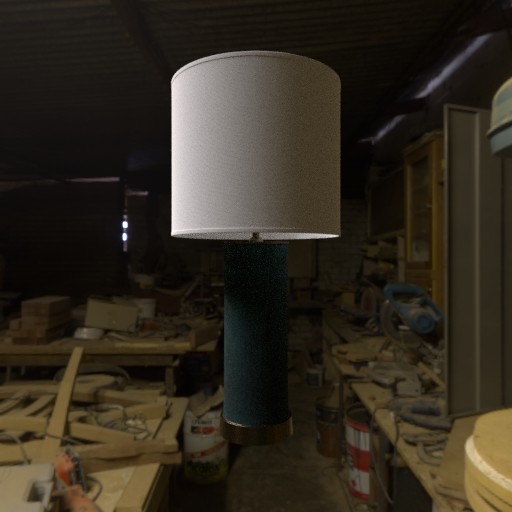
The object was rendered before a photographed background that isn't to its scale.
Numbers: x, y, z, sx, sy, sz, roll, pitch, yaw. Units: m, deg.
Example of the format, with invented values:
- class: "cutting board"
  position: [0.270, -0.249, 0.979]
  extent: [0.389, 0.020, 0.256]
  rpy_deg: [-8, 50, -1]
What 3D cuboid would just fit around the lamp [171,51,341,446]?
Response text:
- class: "lamp"
  position: [0.000, 0.000, 0.801]
  extent: [0.301, 0.630, 0.301]
  rpy_deg: [0, 0, 0]
